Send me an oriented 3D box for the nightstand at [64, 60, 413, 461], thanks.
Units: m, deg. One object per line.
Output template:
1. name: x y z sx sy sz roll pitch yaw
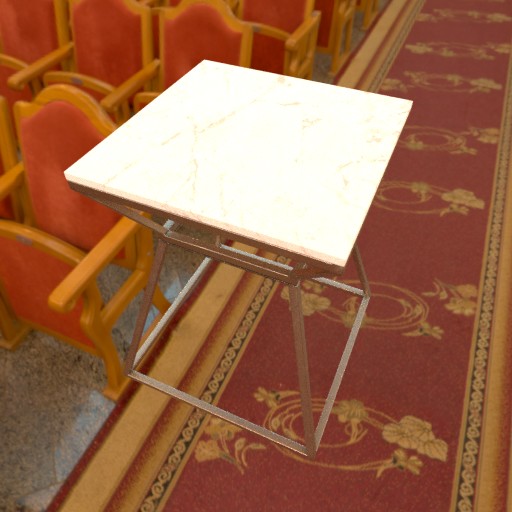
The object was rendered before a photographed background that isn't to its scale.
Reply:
1. nightstand: 0.000 0.000 0.886 0.455 0.554 0.455 18 49 16
